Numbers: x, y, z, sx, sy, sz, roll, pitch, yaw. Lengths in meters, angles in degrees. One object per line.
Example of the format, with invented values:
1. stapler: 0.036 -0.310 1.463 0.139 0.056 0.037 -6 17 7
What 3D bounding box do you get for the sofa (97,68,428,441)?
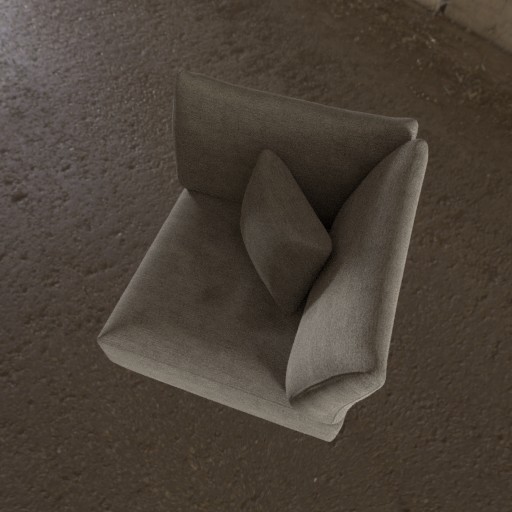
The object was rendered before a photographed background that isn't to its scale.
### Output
1. sofa: 0.000 0.000 1.722 1.000 0.820 1.000 16 59 10
